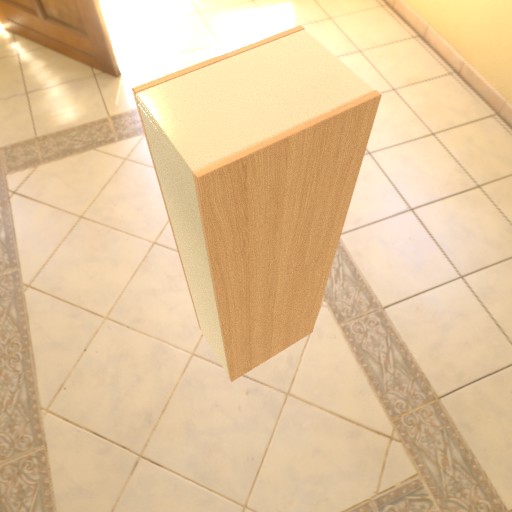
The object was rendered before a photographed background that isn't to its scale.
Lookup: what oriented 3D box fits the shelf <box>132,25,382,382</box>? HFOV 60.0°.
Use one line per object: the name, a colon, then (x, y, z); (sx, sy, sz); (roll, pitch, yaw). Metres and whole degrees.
shelf: (0.000, 0.000, 0.994); (0.290, 0.882, 0.197); (-28, 63, -16)
